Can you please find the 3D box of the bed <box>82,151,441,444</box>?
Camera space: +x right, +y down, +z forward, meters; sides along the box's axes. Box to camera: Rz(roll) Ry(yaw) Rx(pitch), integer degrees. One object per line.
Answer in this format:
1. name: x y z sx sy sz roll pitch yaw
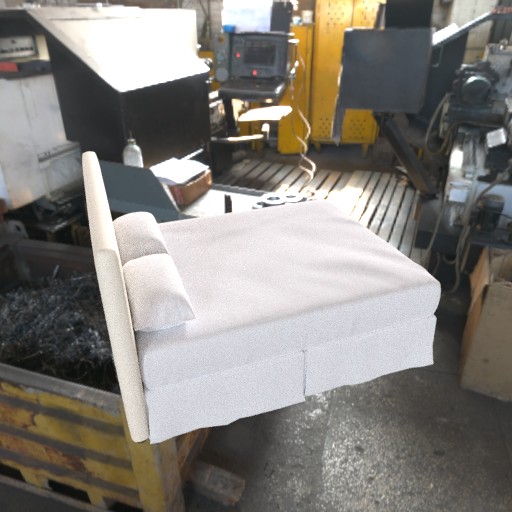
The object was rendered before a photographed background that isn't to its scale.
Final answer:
1. bed: 0.000 0.000 3.220 2.142 1.330 1.713 -11 31 -18
